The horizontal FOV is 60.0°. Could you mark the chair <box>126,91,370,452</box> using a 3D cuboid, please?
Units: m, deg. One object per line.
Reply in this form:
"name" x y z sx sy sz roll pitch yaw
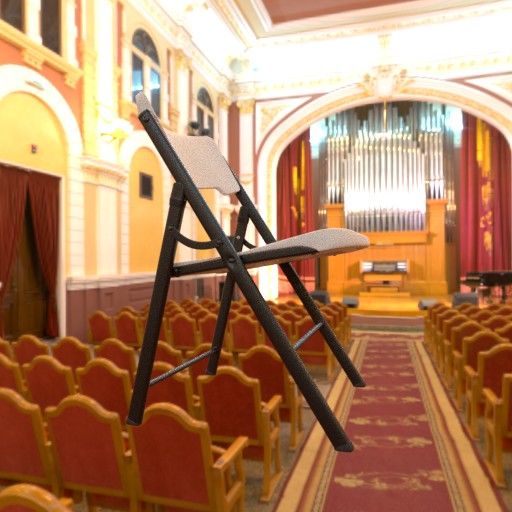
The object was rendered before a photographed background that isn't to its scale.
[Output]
"chair" 0.000 0.000 1.160 0.577 0.765 0.482 0 0 17
